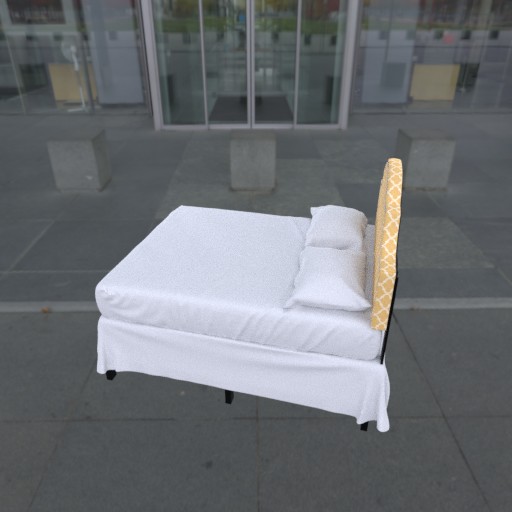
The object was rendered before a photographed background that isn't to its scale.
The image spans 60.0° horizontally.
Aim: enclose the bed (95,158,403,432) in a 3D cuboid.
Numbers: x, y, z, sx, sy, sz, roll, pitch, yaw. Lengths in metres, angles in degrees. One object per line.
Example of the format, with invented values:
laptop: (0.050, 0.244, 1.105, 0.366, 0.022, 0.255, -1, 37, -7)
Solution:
bed: (0.000, 0.000, 3.487, 2.222, 1.633, 1.780, 7, 30, 12)
